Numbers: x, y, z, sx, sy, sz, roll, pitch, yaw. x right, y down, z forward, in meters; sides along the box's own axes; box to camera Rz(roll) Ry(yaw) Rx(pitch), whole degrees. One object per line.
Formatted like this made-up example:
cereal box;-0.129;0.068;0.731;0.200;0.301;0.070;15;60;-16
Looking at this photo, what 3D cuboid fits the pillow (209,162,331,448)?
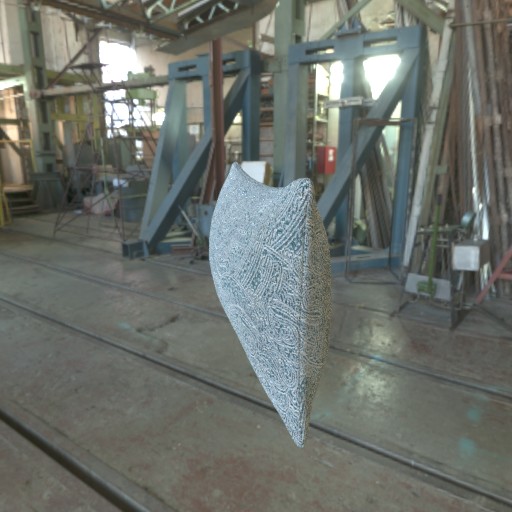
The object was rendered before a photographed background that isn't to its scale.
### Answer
pillow;0.000;0.000;0.742;0.151;0.295;0.615;-2;14;-9
